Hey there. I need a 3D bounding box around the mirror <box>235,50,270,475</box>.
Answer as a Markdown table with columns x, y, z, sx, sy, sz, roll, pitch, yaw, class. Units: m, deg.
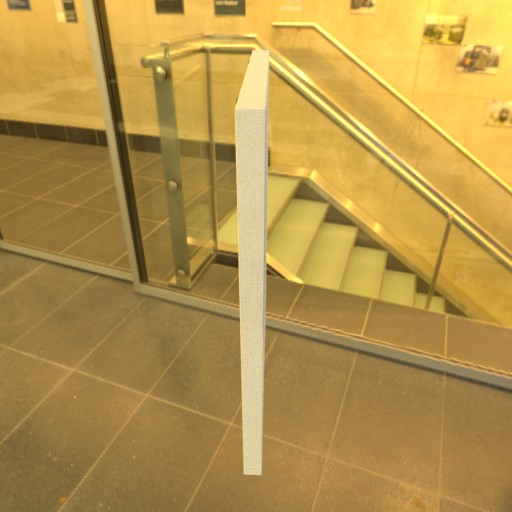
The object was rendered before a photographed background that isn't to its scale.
| x | y | z | sx | sy | sz | roll | pitch | yaw | class |
| --- | --- | --- | --- | --- | --- | --- | --- | --- | --- |
| 0.000 | 0.000 | 0.909 | 0.040 | 0.710 | 0.507 | 1 | 32 | 2 | mirror |
